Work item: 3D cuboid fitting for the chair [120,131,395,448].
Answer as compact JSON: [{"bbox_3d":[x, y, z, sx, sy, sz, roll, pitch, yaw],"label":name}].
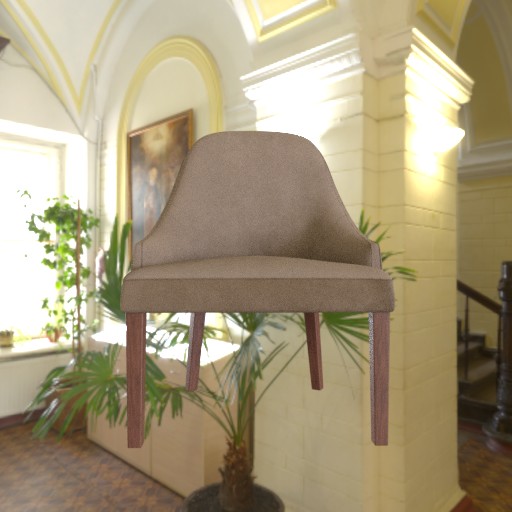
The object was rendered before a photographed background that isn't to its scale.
[{"bbox_3d":[0.000,0.000,1.298,0.643,0.889,0.575,0,-1,-1],"label":"chair"}]
